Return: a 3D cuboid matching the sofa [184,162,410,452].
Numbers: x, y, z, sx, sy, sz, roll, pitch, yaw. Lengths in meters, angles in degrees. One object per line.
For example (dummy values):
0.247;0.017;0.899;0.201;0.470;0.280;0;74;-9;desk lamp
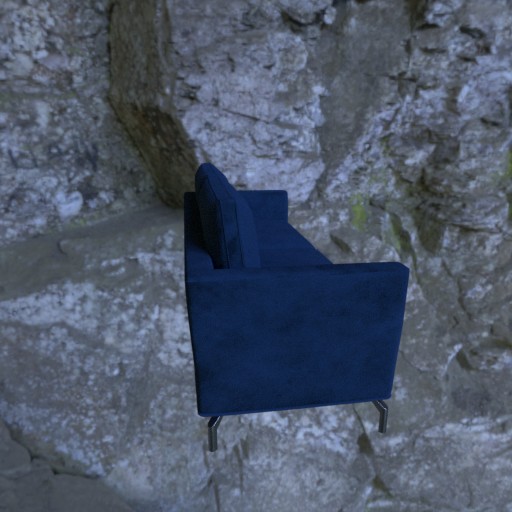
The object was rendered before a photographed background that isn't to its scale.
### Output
0.000;0.000;2.716;0.853;0.998;2.212;-3;17;-9;sofa
